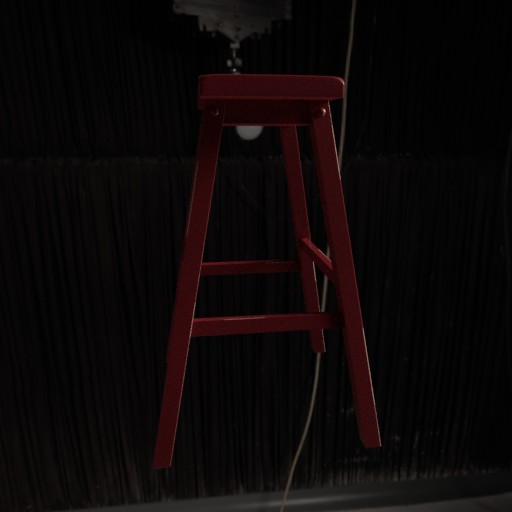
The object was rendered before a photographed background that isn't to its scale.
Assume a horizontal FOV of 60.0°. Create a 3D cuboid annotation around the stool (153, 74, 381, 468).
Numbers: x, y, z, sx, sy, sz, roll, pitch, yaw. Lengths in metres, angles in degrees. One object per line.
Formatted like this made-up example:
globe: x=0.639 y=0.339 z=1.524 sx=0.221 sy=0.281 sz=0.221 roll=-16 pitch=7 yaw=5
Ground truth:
stool: x=0.000 y=0.000 z=1.031 sx=0.476 sy=0.737 sz=0.457 roll=-2 pitch=16 yaw=-7
